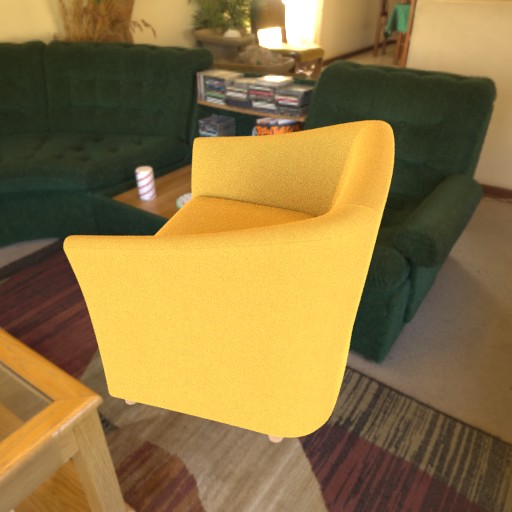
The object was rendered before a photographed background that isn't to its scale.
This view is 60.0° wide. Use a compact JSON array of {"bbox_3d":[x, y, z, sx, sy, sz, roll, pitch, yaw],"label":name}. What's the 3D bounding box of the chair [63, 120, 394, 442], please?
[{"bbox_3d":[0.000,0.000,1.344,0.700,0.720,0.790,9,34,14],"label":"chair"}]
